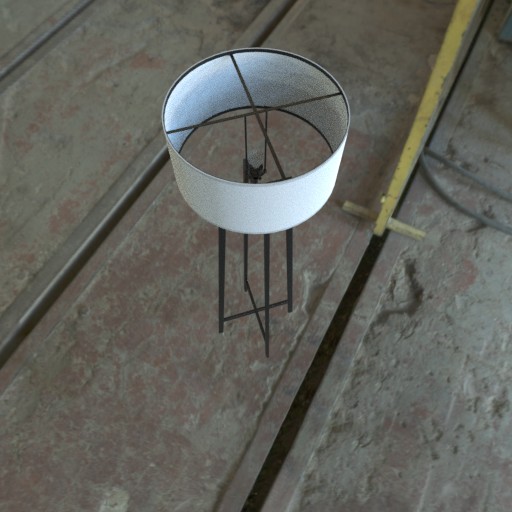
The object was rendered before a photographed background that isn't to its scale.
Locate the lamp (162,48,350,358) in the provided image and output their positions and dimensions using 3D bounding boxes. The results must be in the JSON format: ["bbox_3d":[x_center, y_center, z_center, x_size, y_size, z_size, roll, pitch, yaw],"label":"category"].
[{"bbox_3d":[0.000,0.000,1.745,0.457,1.510,0.456,-15,63,-8],"label":"lamp"}]
